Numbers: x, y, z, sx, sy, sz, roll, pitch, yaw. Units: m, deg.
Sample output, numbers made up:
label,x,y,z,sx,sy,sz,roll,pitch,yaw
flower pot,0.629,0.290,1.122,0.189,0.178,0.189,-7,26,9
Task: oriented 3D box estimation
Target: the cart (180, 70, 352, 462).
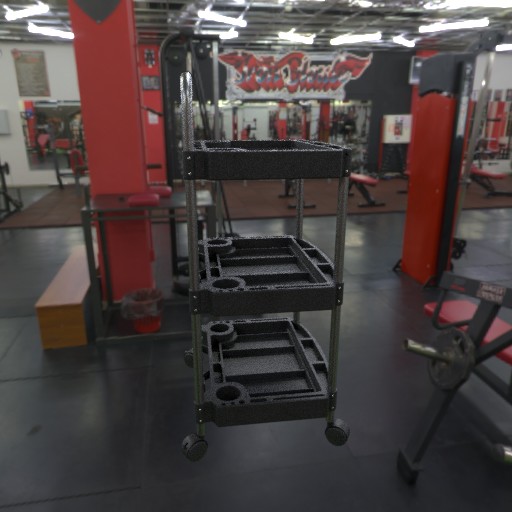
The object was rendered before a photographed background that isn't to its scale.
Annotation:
label,x,y,z,sx,sy,sz,roll,pitch,yaw
cart,0.000,0.000,1.431,0.518,1.075,0.584,-2,17,-8
